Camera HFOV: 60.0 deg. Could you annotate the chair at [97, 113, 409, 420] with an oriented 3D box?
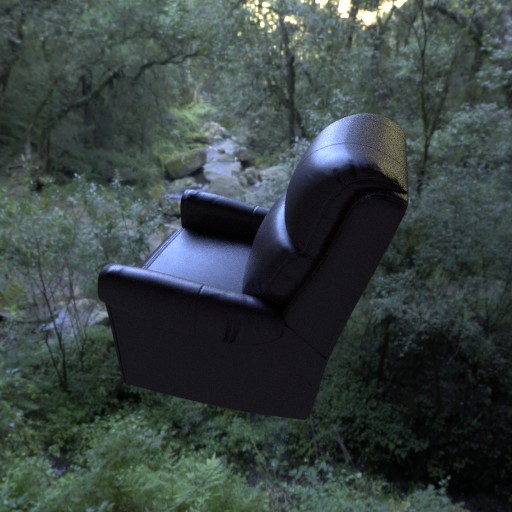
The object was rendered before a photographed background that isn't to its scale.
[{"bbox_3d":[0.000,0.000,1.773,1.014,1.054,0.838,8,32,13],"label":"chair"}]
